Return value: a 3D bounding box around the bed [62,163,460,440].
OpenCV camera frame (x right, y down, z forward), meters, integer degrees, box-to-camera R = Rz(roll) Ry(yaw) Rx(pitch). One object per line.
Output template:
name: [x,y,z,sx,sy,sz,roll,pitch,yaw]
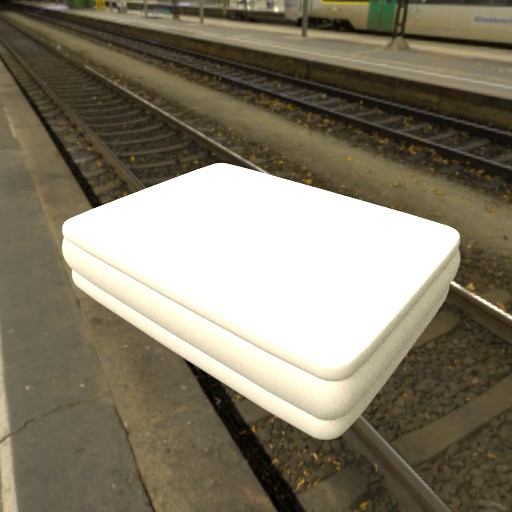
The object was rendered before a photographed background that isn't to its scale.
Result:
bed: [0.000,0.000,2.696,2.036,0.460,1.520,22,37,33]
